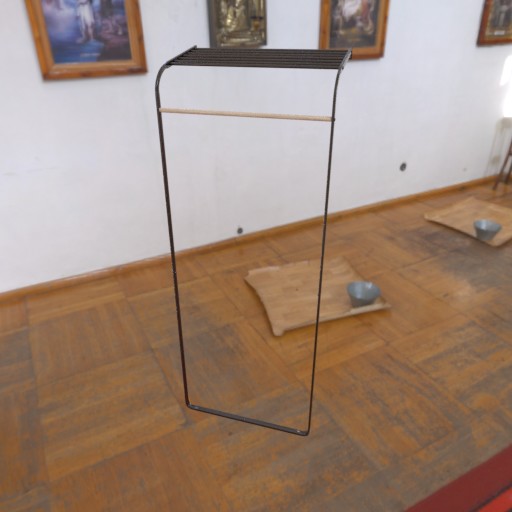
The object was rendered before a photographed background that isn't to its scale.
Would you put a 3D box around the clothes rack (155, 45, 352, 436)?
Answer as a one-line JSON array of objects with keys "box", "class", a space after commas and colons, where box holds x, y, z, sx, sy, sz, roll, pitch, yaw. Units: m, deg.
[{"box": [0.000, 0.000, 1.851, 0.609, 1.574, 0.349, 8, 28, 15], "class": "clothes rack"}]
